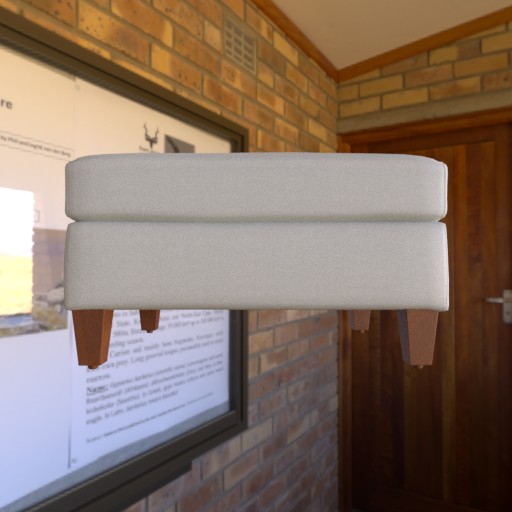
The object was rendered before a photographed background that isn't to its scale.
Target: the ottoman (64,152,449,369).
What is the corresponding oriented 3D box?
[{"bbox_3d":[0.000,0.000,1.219,0.818,0.496,0.634,0,-1,0],"label":"ottoman"}]
